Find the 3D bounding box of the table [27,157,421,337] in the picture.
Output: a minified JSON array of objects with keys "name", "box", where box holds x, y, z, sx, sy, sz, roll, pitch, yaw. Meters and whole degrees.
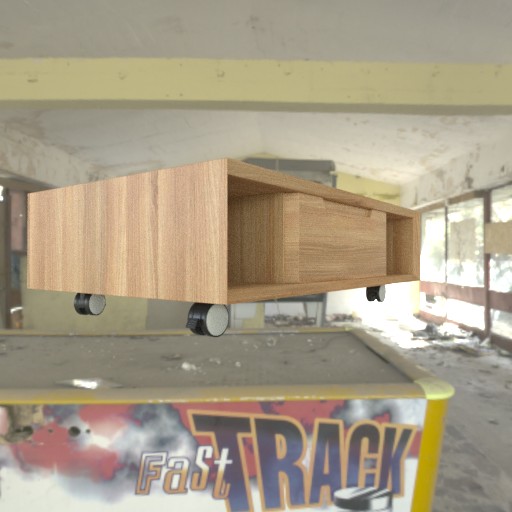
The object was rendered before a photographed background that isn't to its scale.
[{"name":"table","box":[0.000,0.000,1.413,0.700,0.330,1.100,0,-1,37]}]
